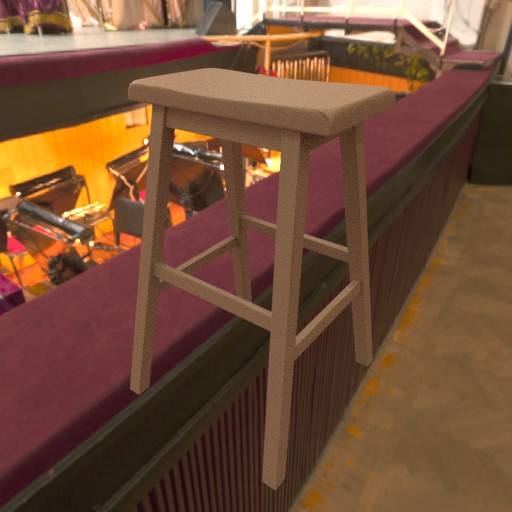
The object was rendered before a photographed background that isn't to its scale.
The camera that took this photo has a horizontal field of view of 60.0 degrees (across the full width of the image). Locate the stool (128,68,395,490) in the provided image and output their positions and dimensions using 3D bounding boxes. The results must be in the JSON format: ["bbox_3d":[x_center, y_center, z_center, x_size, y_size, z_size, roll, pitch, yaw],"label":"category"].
[{"bbox_3d":[0.000,0.000,1.006,0.457,0.737,0.476,21,36,31],"label":"stool"}]
